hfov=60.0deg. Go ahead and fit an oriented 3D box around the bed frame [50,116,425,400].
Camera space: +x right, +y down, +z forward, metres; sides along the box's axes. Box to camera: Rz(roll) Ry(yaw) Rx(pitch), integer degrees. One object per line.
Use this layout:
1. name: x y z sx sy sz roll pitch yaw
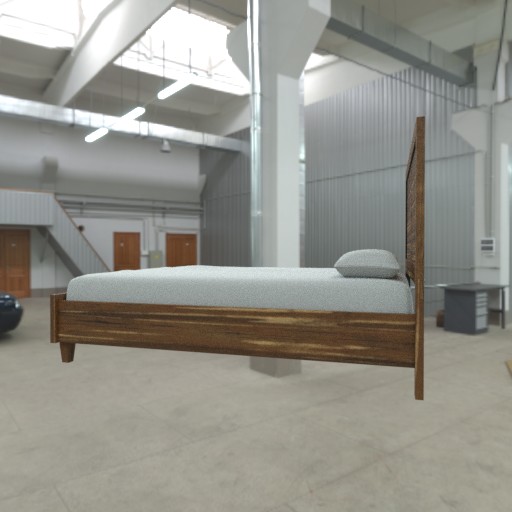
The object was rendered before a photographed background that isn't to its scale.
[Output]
1. bed frame: 0.000 0.000 3.349 2.276 1.417 1.696 0 1 17
